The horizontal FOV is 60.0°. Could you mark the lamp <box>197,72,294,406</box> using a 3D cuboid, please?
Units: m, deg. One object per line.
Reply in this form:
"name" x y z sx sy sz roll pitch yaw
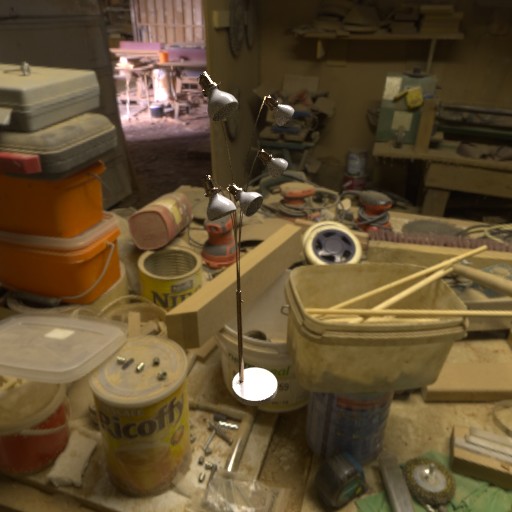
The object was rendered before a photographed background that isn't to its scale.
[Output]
"lamp" 0.000 0.000 3.007 0.361 2.423 1.405 9 31 16
